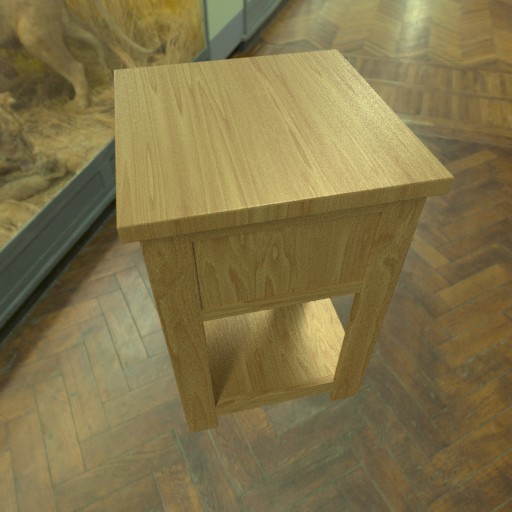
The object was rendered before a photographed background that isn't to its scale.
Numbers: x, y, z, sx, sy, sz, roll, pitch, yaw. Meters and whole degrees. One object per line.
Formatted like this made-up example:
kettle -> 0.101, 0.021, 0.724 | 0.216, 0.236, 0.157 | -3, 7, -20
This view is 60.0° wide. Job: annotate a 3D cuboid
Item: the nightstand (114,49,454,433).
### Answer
nightstand -> 0.000, 0.000, 0.890 | 0.418, 0.614, 0.428 | -9, 46, -9
